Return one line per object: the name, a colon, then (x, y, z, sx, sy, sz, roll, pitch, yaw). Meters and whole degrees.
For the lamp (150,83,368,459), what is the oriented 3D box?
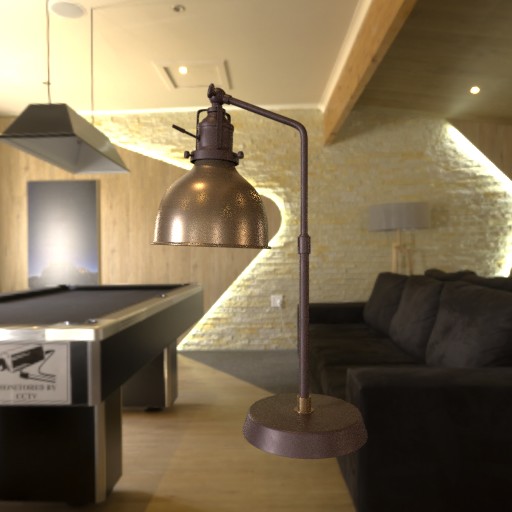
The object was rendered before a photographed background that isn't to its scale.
lamp: (0.000, 0.000, 0.608, 0.298, 0.469, 0.175, 0, 0, 17)
